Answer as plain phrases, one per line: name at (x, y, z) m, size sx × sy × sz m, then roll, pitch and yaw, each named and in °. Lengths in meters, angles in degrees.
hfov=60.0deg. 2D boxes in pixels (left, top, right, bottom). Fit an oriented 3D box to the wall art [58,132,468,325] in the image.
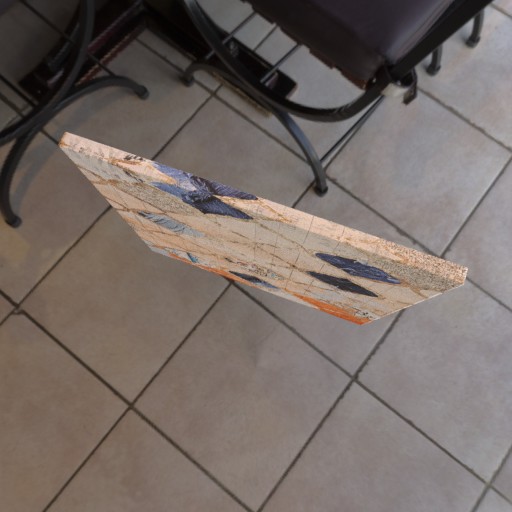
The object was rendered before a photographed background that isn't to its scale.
wall art at (0.000, 0.000, 1.378) m, size 0.912 × 0.914 × 0.039 m, roll 19°, pitch 77°, yaw 5°
